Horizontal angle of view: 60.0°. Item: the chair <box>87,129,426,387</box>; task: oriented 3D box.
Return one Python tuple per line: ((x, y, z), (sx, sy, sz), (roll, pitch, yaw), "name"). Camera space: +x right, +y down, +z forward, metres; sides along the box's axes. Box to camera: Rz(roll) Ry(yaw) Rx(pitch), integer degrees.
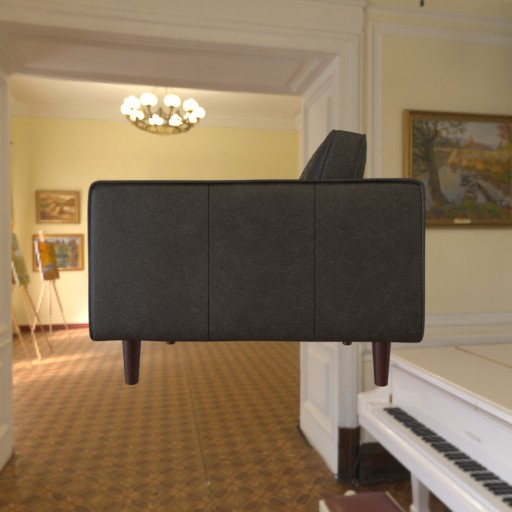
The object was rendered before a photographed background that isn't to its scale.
((0.000, 0.000, 1.599), (0.914, 0.763, 0.889), (0, 1, 1), "chair")
